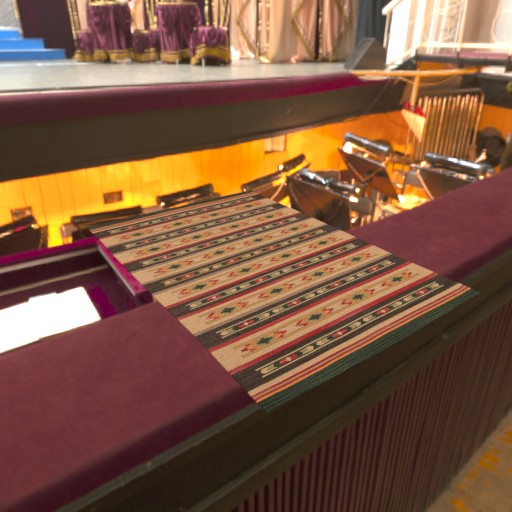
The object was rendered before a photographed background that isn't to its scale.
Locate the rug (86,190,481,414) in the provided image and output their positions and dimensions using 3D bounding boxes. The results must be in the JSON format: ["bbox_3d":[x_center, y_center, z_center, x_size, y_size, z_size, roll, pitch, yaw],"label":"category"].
[{"bbox_3d":[0.000,0.000,2.346,1.221,0.009,1.825,-18,32,-32],"label":"rug"}]
